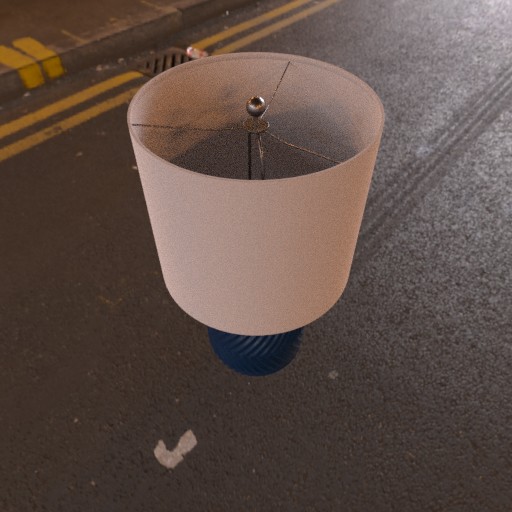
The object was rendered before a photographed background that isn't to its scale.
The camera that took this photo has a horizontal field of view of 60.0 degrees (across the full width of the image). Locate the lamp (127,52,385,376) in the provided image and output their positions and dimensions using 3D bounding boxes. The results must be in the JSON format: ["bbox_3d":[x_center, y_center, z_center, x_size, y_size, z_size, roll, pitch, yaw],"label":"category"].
[{"bbox_3d":[0.000,0.000,0.486,0.203,0.368,0.203,-8,47,-8],"label":"lamp"}]
